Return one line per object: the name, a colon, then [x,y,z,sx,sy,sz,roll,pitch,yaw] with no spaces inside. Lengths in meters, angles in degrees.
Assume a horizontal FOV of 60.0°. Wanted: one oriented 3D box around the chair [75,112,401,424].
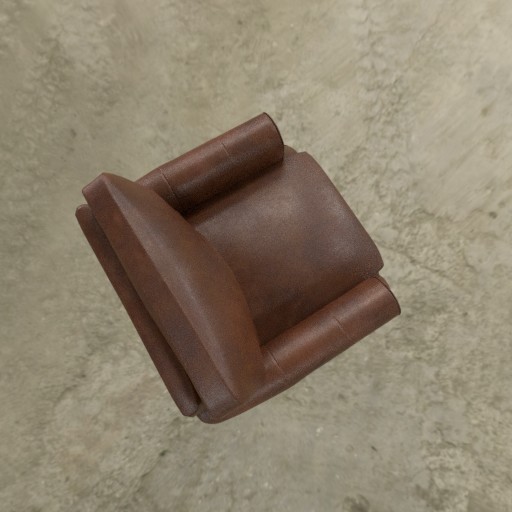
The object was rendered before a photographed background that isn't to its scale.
chair: [0.000,0.000,1.783,0.992,0.972,0.989,-31,78,-7]
